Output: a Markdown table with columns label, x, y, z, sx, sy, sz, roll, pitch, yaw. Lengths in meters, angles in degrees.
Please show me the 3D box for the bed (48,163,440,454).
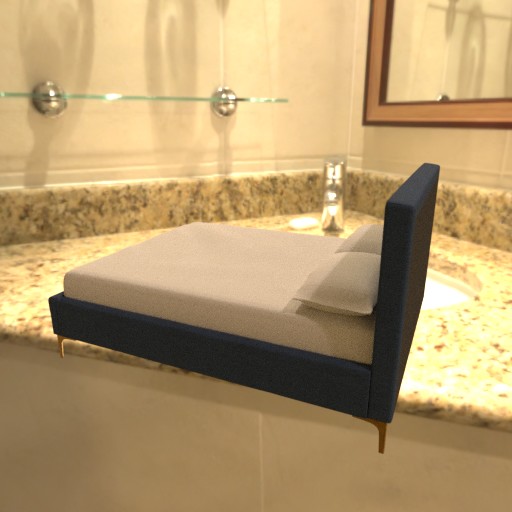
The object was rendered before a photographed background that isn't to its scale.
| label | x | y | z | sx | sy | sz | roll | pitch | yaw |
| --- | --- | --- | --- | --- | --- | --- | --- | --- | --- |
| bed | 0.000 | 0.000 | 3.101 | 2.172 | 1.231 | 1.723 | 8 | 19 | 24 |
